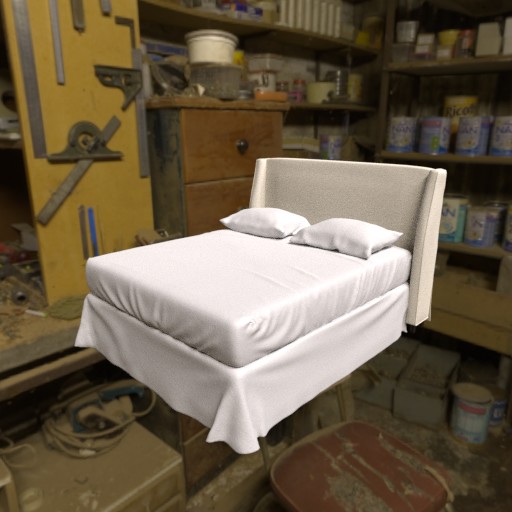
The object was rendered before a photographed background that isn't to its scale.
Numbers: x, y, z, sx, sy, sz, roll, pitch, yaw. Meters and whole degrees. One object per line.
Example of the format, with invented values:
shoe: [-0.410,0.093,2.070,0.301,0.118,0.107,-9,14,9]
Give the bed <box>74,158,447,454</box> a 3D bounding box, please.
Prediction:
bed: [0.000,0.000,3.424,1.925,1.332,2.276,15,22,42]
